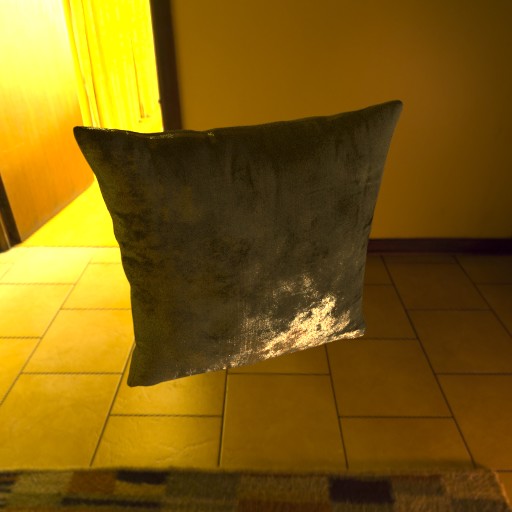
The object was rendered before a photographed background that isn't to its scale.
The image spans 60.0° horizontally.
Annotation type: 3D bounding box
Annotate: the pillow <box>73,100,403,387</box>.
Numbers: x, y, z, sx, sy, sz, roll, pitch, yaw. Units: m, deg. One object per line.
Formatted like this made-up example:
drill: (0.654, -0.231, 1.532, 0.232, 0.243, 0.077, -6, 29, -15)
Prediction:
pillow: (0.000, 0.000, 0.717, 0.470, 0.464, 0.175, -11, 33, -17)
